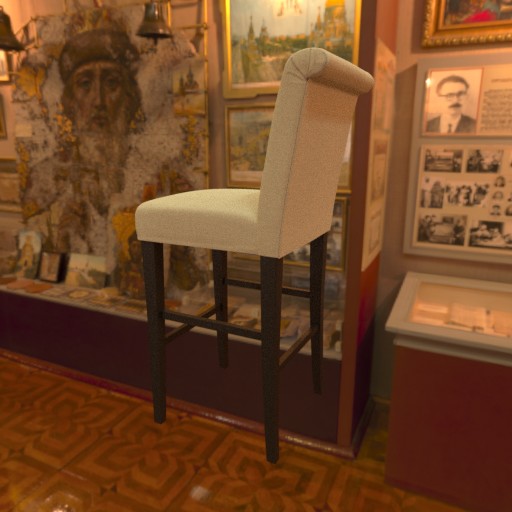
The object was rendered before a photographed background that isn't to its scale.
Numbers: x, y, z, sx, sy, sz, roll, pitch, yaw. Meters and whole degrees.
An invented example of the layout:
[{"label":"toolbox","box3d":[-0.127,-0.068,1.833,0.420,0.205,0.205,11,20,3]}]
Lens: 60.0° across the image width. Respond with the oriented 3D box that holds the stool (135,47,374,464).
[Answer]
[{"label":"stool","box3d":[0.000,0.000,1.427,0.597,1.124,0.452,7,17,26]}]
